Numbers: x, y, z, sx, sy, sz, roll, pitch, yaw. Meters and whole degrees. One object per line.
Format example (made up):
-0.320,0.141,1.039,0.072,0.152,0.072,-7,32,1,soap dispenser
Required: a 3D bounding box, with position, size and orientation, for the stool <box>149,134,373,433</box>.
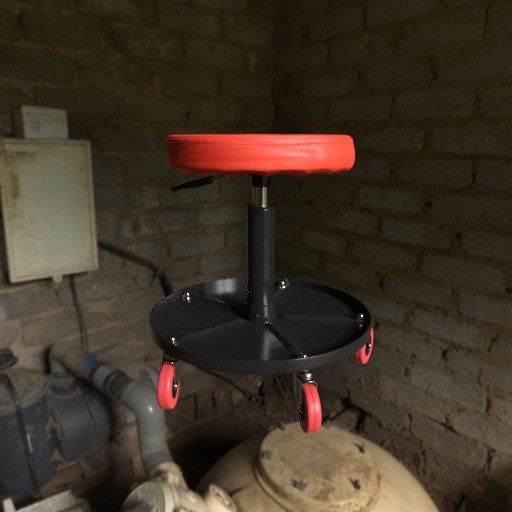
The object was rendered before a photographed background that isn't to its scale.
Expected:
0.000,0.000,0.694,0.382,0.365,0.381,3,15,11,stool
